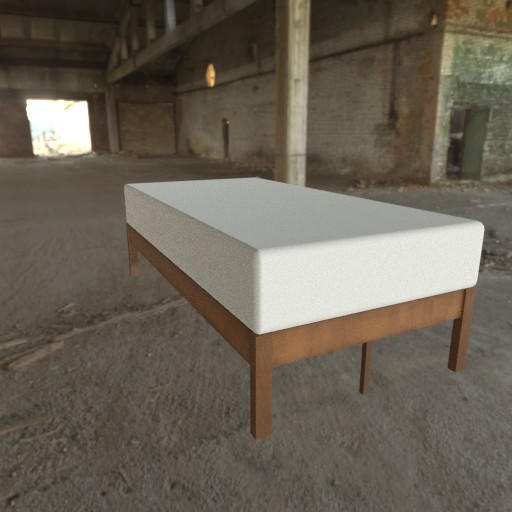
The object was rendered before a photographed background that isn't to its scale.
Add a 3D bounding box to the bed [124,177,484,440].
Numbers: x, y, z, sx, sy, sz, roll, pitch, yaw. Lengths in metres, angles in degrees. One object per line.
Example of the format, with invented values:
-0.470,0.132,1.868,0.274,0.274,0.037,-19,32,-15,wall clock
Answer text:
0.000,0.000,2.333,0.961,0.616,1.902,-8,17,-26,bed
